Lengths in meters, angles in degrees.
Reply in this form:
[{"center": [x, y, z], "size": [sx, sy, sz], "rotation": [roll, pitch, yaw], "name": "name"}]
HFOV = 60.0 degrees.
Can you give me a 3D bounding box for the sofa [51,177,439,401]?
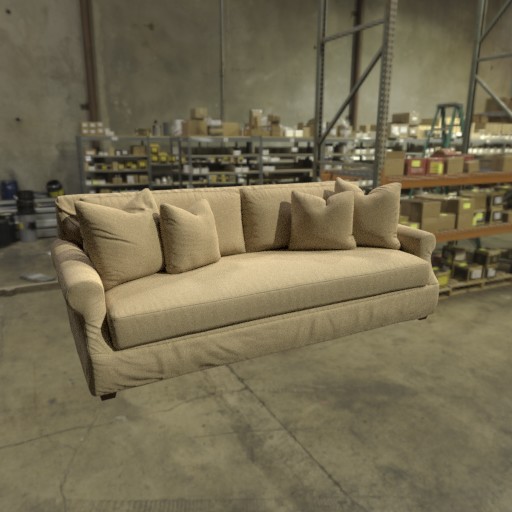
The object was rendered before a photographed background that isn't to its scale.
[{"center": [0.000, 0.000, 2.770], "size": [2.285, 0.904, 1.067], "rotation": [-8, 17, -27], "name": "sofa"}]
